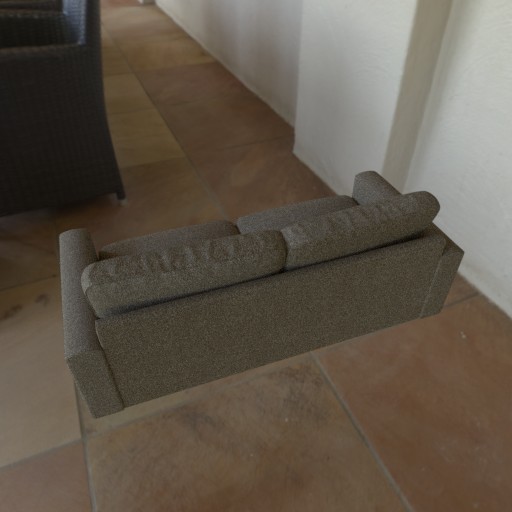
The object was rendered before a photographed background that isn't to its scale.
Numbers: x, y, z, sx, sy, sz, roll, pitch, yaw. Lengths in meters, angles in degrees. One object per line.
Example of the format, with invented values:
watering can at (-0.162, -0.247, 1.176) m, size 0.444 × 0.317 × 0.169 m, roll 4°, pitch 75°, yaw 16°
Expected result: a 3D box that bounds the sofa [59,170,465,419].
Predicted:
sofa at (0.000, 0.000, 2.680) m, size 2.179 × 0.873 × 1.016 m, roll -13°, pitch 43°, yaw -15°
